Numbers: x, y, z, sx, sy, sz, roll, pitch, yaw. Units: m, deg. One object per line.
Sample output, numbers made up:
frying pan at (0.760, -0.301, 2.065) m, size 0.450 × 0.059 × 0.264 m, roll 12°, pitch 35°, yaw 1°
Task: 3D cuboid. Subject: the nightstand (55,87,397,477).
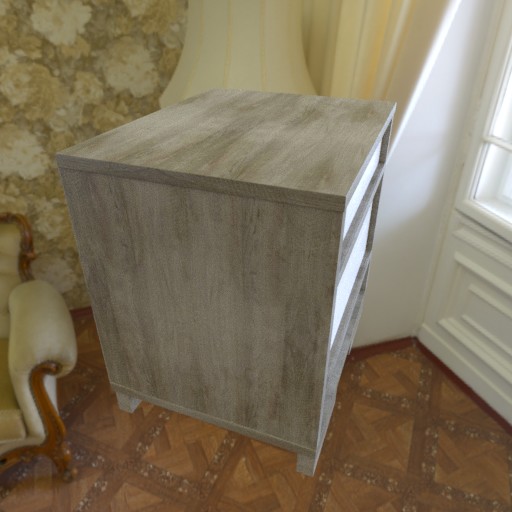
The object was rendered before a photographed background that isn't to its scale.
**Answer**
nightstand at (0.000, 0.000, 0.753) m, size 0.347 × 0.448 × 0.427 m, roll 11°, pitch 33°, yaw 18°
